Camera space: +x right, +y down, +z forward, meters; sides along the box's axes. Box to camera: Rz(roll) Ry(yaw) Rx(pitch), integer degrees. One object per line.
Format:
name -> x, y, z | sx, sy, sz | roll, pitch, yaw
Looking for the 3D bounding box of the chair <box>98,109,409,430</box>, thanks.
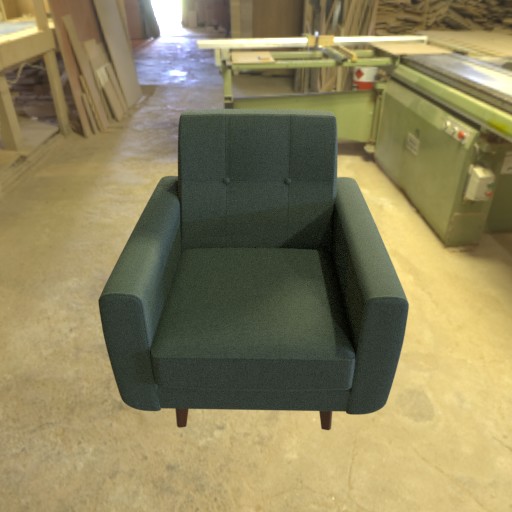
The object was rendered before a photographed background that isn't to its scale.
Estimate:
chair -> 0.000, 0.000, 1.577 | 0.831, 0.841, 0.909 | 1, 32, 1
